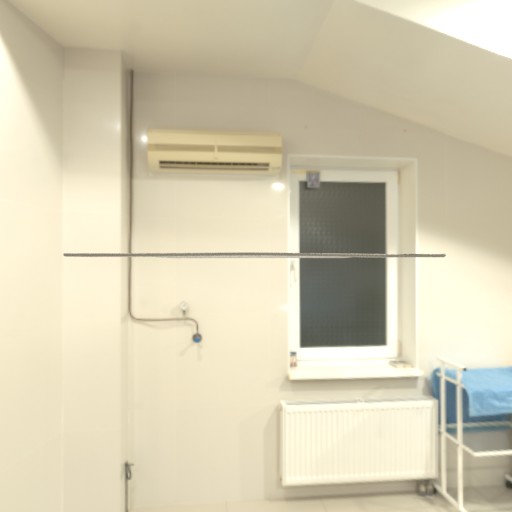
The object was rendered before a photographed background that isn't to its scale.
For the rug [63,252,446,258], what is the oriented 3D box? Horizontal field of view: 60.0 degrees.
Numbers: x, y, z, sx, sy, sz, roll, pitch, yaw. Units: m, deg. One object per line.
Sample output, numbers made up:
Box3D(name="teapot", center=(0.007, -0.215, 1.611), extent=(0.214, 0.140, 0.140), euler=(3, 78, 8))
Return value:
Box3D(name="rug", center=(0.000, 0.000, 2.237), extent=(1.162, 0.022, 1.804), euler=(0, 0, 0))
